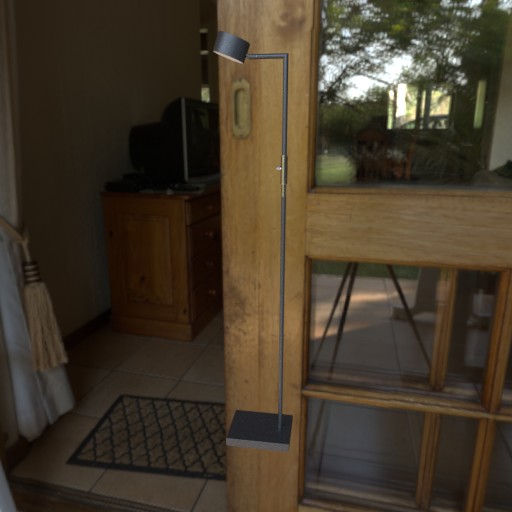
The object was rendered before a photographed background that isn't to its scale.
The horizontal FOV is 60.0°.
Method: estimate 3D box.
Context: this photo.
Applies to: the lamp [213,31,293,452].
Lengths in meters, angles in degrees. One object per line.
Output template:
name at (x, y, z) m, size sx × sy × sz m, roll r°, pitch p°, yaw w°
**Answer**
lamp at (0.000, 0.000, 1.727) m, size 0.304 × 1.600 × 0.203 m, roll 2°, pitch 15°, yaw 9°
